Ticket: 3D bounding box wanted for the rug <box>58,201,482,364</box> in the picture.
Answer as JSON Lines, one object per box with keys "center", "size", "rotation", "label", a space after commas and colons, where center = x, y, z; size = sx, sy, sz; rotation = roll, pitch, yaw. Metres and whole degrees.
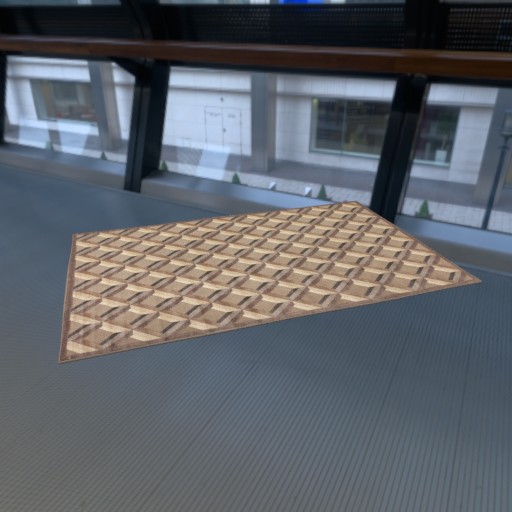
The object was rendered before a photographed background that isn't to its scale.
{"center": [0.000, 0.000, 2.094], "size": [1.677, 0.011, 1.066], "rotation": [-8, 28, -16], "label": "rug"}
